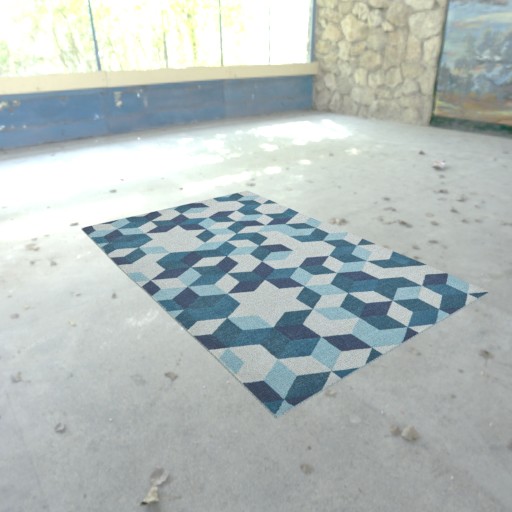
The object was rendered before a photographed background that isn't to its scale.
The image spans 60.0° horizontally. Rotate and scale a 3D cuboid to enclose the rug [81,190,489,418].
[{"bbox_3d":[0.000,0.000,2.299,1.235,0.014,1.829,-18,31,-32],"label":"rug"}]
